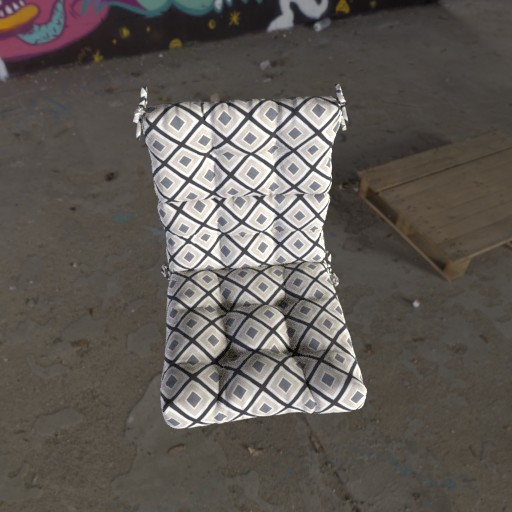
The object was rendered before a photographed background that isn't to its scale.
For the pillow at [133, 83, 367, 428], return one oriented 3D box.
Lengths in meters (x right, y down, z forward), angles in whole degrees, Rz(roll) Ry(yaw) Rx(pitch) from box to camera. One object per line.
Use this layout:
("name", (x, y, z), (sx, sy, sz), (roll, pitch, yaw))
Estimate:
("pillow", (0.000, 0.000, 1.046), (0.519, 0.605, 0.571), (-4, 45, -4))
